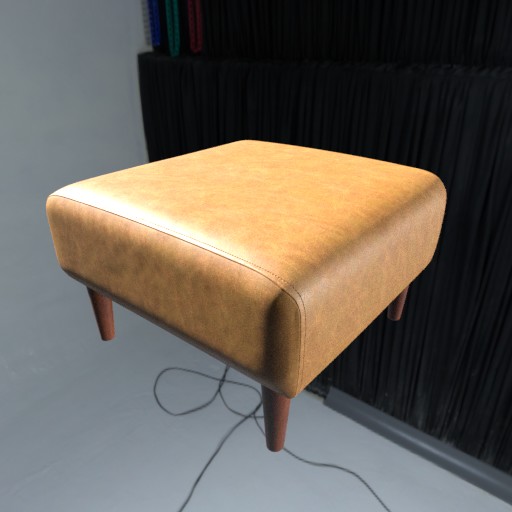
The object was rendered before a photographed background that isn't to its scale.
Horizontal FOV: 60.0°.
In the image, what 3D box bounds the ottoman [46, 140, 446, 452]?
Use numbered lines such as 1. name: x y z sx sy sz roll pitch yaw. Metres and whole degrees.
1. ottoman: 0.000 0.000 1.029 0.650 0.399 0.650 20 32 34
